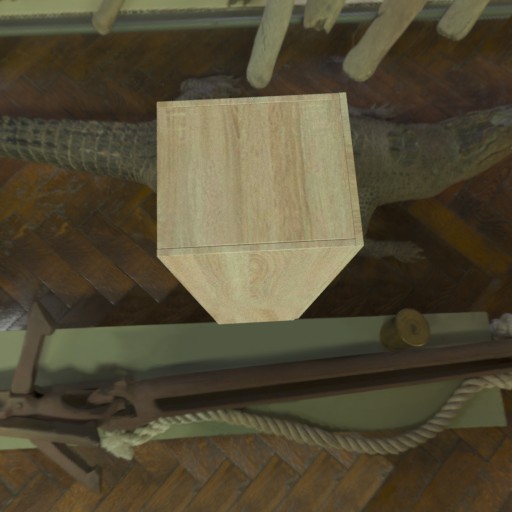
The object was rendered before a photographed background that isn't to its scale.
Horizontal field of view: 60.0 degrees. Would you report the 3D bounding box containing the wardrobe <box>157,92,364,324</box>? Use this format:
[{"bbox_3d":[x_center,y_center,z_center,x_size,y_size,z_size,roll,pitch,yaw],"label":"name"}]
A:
[{"bbox_3d":[0.000,0.000,2.342,0.588,2.117,0.496,-3,76,-1],"label":"wardrobe"}]
